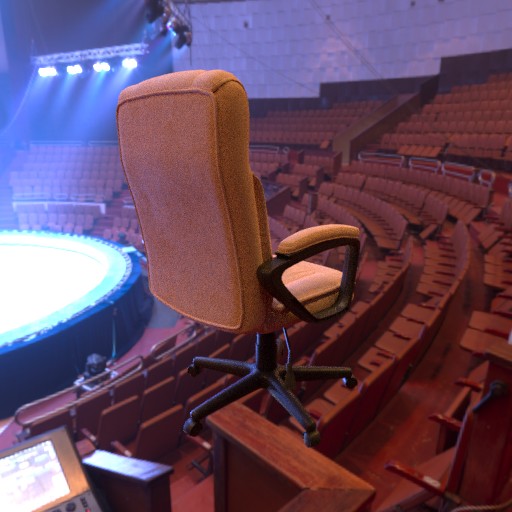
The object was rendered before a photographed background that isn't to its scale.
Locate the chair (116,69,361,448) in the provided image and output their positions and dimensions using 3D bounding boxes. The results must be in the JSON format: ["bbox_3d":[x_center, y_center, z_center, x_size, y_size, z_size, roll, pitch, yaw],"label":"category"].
[{"bbox_3d":[0.000,0.000,1.513,0.724,1.105,0.667,-13,19,-42],"label":"chair"}]
